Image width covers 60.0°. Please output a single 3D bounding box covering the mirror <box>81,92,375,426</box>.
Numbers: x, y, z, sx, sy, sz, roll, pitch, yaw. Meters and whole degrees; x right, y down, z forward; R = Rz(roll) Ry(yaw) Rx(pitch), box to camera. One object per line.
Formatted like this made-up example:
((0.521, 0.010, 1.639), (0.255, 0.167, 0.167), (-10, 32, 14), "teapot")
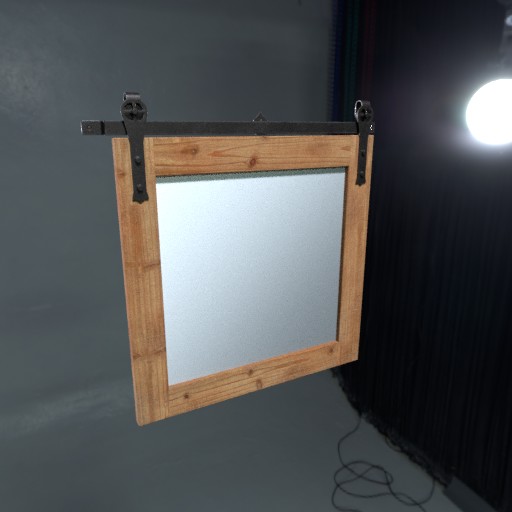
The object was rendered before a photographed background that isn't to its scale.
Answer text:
((0.000, 0.000, 1.183), (0.805, 0.800, 0.054), (-9, 18, -27), "mirror")
